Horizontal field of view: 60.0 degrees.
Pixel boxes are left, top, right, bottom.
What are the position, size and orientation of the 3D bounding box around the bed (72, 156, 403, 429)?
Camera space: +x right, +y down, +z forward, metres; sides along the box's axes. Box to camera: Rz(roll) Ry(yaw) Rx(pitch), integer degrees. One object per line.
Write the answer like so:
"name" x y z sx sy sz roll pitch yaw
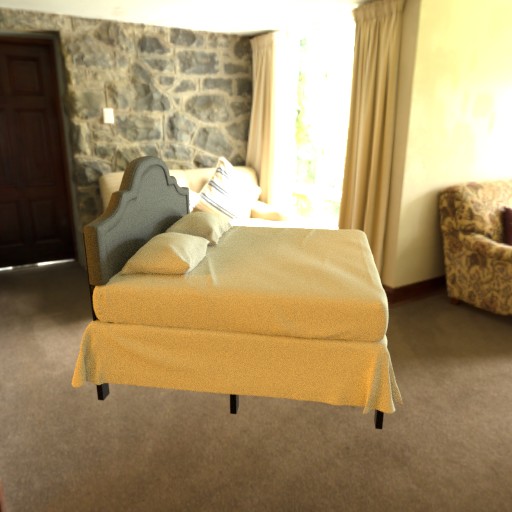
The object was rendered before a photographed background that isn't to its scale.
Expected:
"bed" 0.000 0.000 3.755 2.222 1.631 2.303 3 17 9
